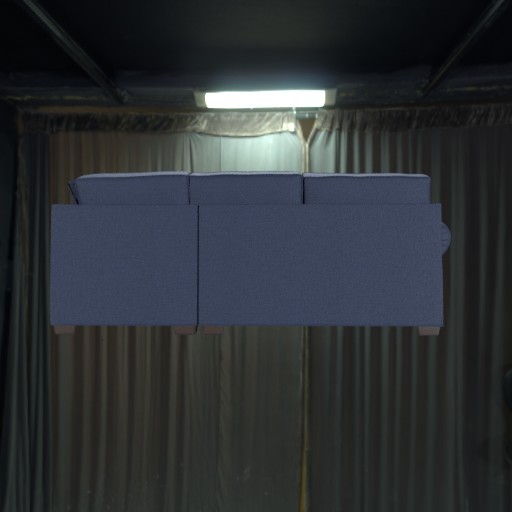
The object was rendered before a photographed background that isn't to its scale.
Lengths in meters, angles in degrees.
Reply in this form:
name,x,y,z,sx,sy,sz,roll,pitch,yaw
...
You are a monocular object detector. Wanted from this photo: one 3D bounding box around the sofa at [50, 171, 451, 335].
name,x,y,z,sx,sy,sz,roll,pitch,yaw
sofa,0.000,0.000,3.974,2.487,1.042,2.562,0,-2,1
